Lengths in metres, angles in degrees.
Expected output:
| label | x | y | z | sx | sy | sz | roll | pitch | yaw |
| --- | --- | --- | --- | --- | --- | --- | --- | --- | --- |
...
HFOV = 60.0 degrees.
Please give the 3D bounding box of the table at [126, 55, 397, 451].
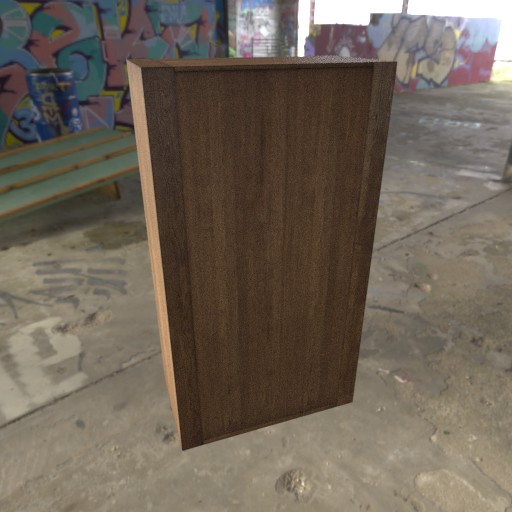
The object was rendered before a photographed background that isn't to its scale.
| label | x | y | z | sx | sy | sz | roll | pitch | yaw |
| --- | --- | --- | --- | --- | --- | --- | --- | --- | --- |
| table | 0.000 | 0.000 | 2.472 | 1.100 | 2.000 | 0.600 | -9 | 28 | -17 |
